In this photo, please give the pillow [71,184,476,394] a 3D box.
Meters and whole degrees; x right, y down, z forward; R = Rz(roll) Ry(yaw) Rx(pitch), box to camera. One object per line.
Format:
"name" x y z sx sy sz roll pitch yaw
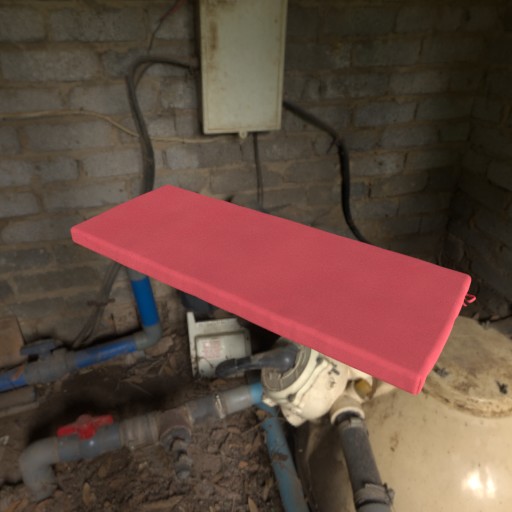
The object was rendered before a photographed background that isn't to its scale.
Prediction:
"pillow" 0.000 0.000 1.344 1.187 0.081 0.492 20 37 29
